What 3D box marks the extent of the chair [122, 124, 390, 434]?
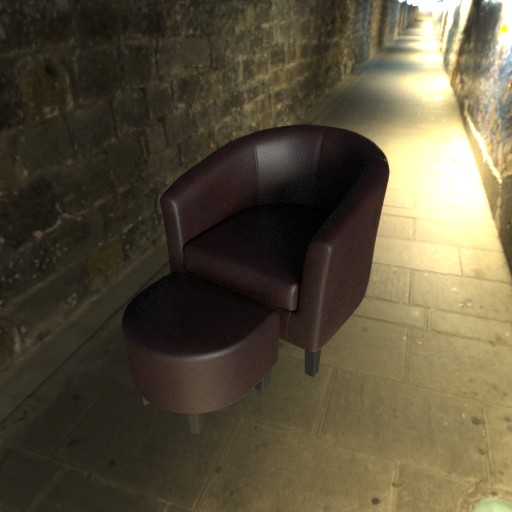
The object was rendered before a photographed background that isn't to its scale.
[{"bbox_3d":[0.000,0.000,1.680,0.737,0.755,1.176,19,34,29],"label":"chair"}]
